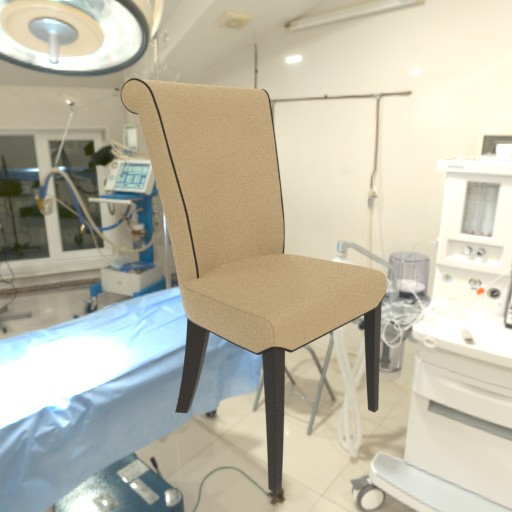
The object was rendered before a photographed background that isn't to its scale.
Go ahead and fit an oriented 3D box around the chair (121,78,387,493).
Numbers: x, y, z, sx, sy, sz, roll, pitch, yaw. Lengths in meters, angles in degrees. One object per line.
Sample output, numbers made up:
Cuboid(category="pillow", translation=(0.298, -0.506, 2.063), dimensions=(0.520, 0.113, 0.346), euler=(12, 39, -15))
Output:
Cuboid(category="chair", translation=(0.000, 0.000, 1.327), dimensions=(0.522, 0.997, 0.623), euler=(-15, 22, -42))
